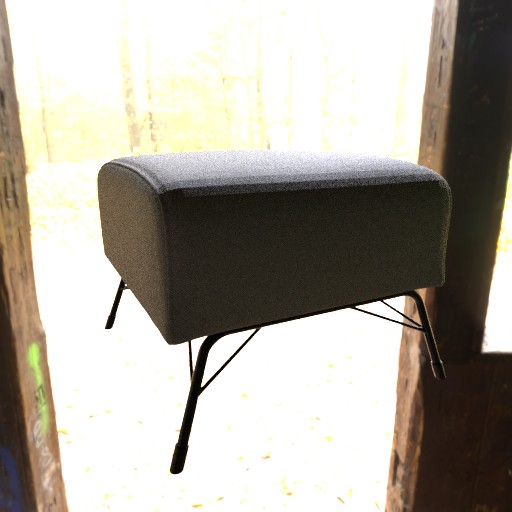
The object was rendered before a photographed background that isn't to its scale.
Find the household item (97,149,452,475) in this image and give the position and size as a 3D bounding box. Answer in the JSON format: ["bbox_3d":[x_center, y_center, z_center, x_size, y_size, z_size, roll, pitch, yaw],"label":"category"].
[{"bbox_3d":[0.000,0.000,0.878,0.530,0.410,0.530,-8,17,-27],"label":"household item"}]
